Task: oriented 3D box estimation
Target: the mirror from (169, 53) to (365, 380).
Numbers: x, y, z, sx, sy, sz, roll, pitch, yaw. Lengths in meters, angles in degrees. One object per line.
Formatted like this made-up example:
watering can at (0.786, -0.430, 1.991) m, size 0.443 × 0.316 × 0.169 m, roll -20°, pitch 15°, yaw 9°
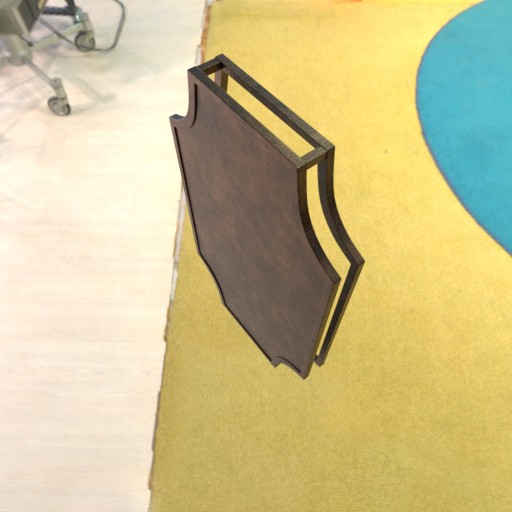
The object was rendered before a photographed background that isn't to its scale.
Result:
mirror at (0.000, 0.000, 0.973) m, size 0.066 × 0.811 × 0.462 m, roll -34°, pitch 64°, yaw -19°
